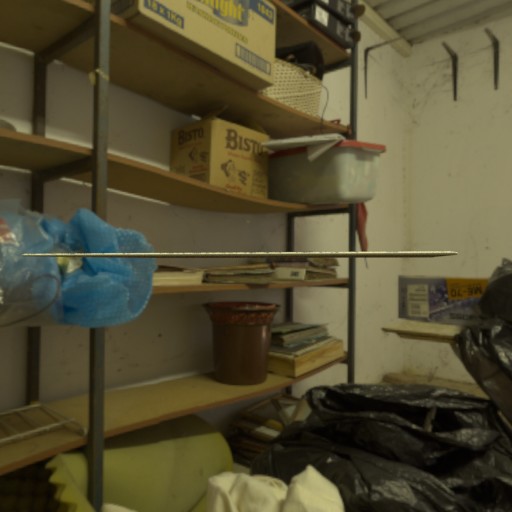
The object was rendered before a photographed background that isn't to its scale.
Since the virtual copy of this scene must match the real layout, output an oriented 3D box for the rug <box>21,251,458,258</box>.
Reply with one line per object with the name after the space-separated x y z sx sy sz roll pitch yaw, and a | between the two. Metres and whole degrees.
0.000 0.000 2.840 2.197 0.014 1.586 0 -1 18 | rug
